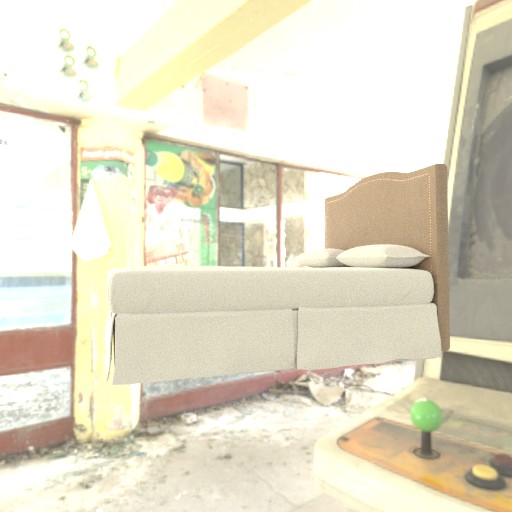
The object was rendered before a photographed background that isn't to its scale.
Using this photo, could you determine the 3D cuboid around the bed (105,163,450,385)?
[{"bbox_3d":[0.000,0.000,3.542,2.282,1.436,1.821,0,-1,-18],"label":"bed"}]
